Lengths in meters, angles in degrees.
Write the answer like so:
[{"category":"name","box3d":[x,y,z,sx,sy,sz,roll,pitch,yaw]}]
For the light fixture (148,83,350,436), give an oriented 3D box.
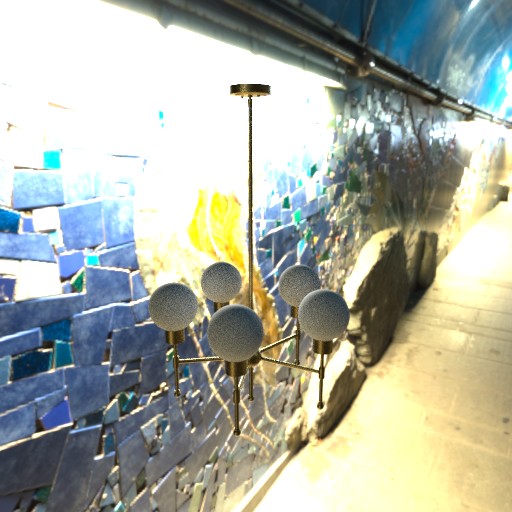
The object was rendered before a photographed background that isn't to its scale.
[{"category":"light fixture","box3d":[0.000,0.000,1.852,0.815,1.331,0.785,13,19,43]}]
